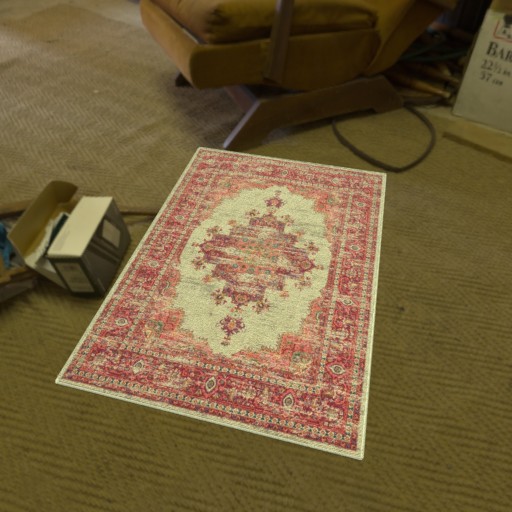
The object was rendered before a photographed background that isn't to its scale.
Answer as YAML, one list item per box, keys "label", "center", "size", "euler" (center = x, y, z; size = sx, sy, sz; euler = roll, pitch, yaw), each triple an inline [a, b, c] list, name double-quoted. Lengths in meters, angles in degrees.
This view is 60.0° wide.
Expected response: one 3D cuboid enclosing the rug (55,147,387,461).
- label: "rug"
  center: [0.000, 0.000, 2.245]
  size: [1.217, 0.011, 1.747]
  euler: [10, 47, 10]
